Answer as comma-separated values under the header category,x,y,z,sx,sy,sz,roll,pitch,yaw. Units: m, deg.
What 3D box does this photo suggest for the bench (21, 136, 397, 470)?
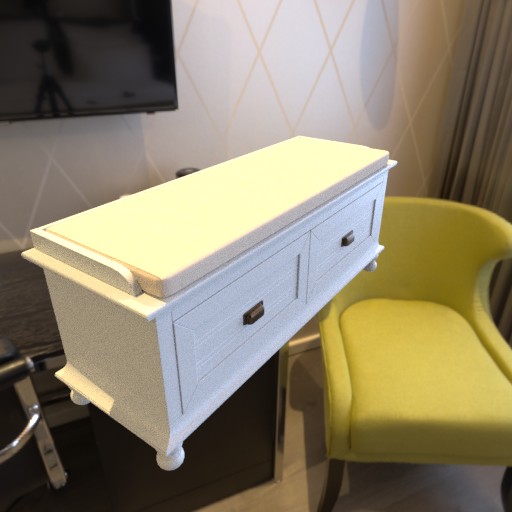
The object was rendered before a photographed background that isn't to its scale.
category,x,y,z,sx,sy,sz,roll,pitch,yaw
bench,0.000,0.000,1.372,0.402,0.486,1.185,19,33,31
